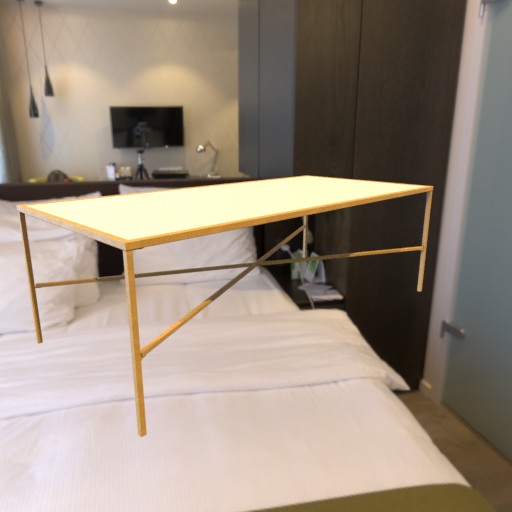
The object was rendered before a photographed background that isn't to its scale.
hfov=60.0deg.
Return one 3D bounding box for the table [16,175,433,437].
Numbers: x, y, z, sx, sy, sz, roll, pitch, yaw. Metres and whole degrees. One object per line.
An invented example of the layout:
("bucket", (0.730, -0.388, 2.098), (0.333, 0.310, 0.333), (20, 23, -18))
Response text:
("table", (0.000, 0.000, 1.432), (1.206, 0.398, 0.580), (-15, 21, -42))
